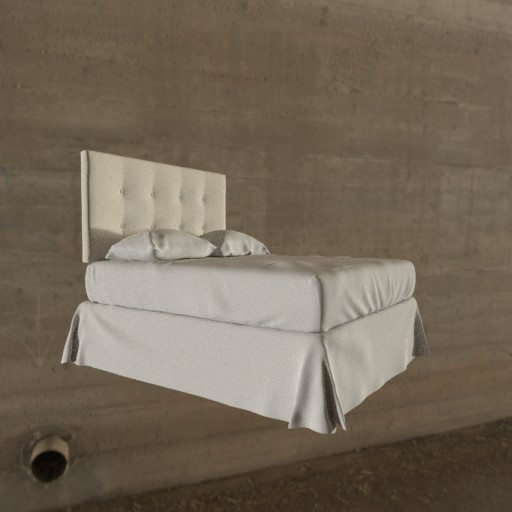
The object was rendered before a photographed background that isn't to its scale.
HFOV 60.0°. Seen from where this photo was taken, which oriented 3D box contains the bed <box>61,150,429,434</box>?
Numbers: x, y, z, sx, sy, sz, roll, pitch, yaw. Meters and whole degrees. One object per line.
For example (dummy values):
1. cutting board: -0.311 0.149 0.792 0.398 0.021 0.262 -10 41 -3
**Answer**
1. bed: 0.000 0.000 3.393 2.222 1.577 1.936 2 3 35
